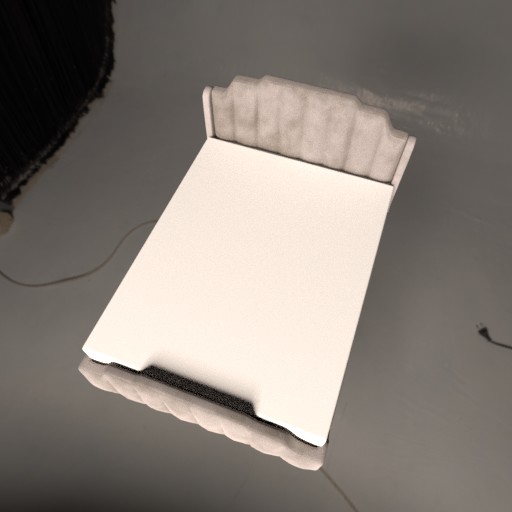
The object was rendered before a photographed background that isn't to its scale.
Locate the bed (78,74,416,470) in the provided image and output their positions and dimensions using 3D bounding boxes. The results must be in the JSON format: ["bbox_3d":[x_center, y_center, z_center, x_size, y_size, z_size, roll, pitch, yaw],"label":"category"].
[{"bbox_3d":[0.000,0.000,3.180,1.676,1.245,2.340,17,60,10],"label":"bed"}]
